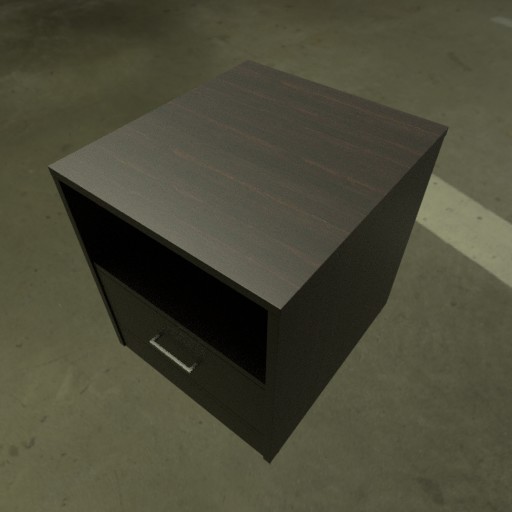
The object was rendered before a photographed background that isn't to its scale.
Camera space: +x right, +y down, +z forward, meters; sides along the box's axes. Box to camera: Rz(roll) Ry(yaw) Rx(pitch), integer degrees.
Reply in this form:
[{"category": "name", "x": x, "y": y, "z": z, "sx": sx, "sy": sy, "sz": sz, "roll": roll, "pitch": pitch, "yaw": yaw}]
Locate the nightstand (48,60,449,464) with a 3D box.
[{"category": "nightstand", "x": 0.000, "y": 0.000, "z": 0.815, "sx": 0.400, "sy": 0.460, "sz": 0.461, "roll": 30, "pitch": 53, "yaw": 25}]
